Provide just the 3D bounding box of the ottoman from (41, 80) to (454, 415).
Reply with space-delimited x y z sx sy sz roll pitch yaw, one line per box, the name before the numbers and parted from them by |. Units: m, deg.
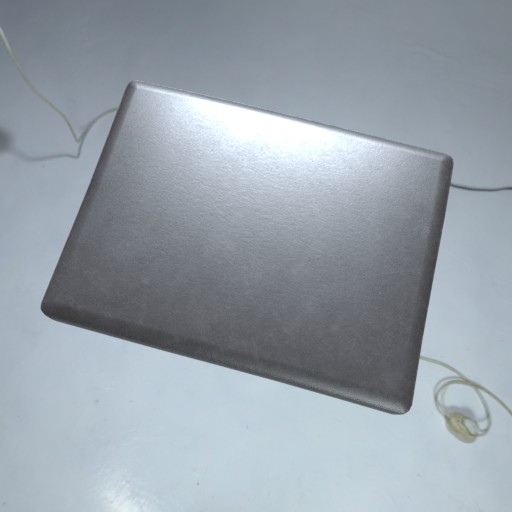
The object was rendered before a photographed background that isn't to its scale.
ottoman | 0.000 0.000 1.167 0.795 0.498 0.590 15 76 4
